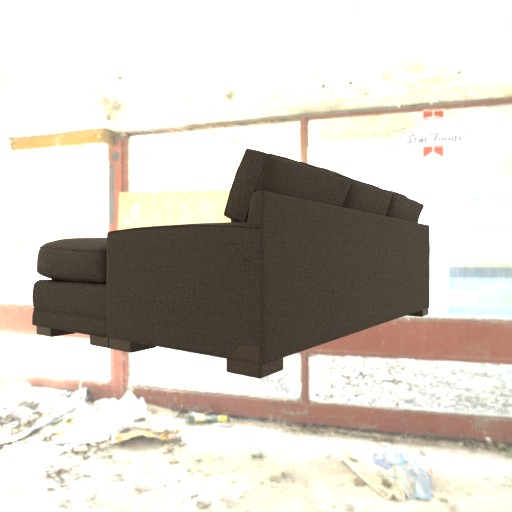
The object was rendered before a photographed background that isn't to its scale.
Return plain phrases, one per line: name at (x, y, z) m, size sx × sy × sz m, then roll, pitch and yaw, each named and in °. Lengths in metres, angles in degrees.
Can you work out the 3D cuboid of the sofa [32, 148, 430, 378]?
sofa at (0.000, 0.000, 3.173) m, size 1.790 × 0.973 × 2.370 m, roll 0°, pitch 0°, yaw 36°
